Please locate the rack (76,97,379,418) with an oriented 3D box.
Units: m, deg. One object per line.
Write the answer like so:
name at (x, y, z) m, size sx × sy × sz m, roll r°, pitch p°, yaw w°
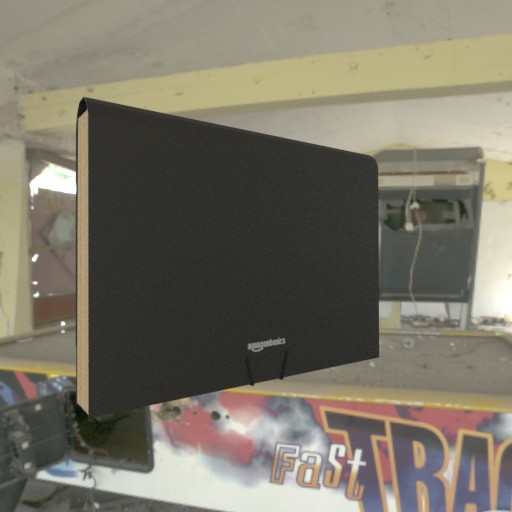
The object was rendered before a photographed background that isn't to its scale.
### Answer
rack at (0.000, 0.000, 0.436) m, size 0.330 × 0.241 × 0.041 m, roll 0°, pitch 0°, yaw -36°
